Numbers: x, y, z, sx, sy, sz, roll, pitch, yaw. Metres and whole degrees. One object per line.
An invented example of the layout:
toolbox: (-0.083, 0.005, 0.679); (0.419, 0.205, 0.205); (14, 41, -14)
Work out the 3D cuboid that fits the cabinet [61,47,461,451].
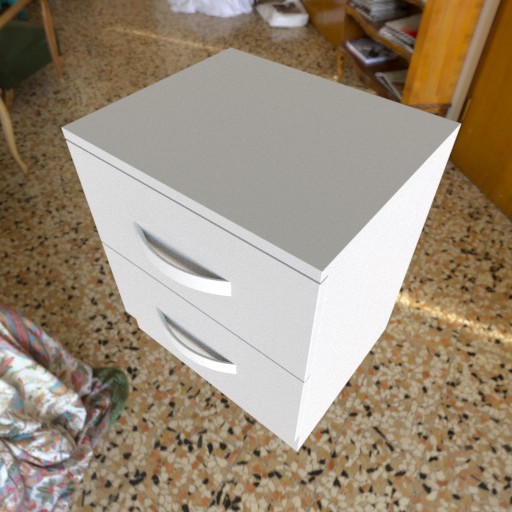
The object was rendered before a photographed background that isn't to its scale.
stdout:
cabinet: (0.000, 0.000, 0.739); (0.400, 0.470, 0.360); (30, 53, 26)
